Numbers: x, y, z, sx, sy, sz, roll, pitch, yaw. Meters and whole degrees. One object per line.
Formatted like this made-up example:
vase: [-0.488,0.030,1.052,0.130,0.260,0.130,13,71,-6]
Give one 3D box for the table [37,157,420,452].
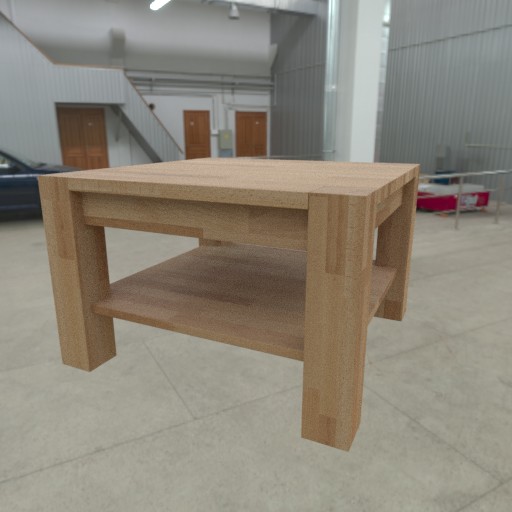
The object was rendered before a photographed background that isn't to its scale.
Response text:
table: [0.000,0.000,1.165,0.700,0.451,0.700,8,18,25]
